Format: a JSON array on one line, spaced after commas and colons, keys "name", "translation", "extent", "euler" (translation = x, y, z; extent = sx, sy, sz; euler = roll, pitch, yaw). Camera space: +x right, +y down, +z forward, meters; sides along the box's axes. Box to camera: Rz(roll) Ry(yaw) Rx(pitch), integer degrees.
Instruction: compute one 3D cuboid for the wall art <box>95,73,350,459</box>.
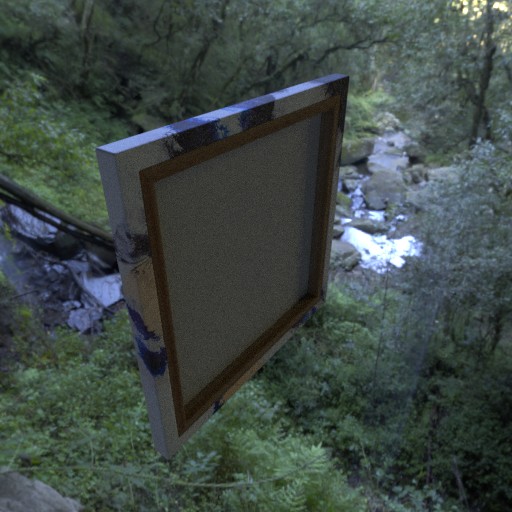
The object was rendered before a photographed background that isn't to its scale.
[{"name": "wall art", "translation": [0.000, 0.000, 0.901], "extent": [0.039, 0.609, 0.609], "euler": [22, 39, 31]}]
